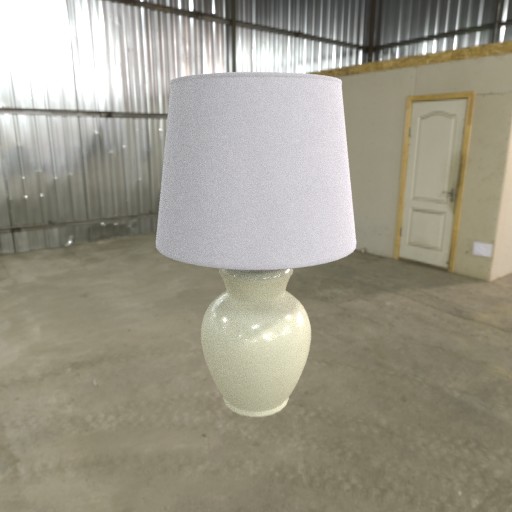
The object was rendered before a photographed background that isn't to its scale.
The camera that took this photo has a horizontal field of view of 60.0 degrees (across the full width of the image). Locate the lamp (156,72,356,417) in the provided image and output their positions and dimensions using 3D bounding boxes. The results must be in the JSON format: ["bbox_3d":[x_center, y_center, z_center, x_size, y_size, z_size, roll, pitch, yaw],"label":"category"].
[{"bbox_3d":[0.000,0.000,0.546,0.239,0.399,0.239,0,16,0],"label":"lamp"}]
